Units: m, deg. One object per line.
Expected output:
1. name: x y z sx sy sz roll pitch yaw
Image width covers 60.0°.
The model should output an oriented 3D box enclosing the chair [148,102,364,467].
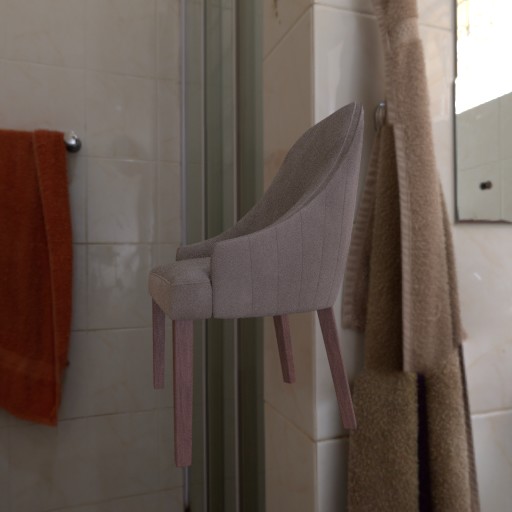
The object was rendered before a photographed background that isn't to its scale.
1. chair: 0.000 0.000 1.298 0.575 0.889 0.643 0 0 -17
